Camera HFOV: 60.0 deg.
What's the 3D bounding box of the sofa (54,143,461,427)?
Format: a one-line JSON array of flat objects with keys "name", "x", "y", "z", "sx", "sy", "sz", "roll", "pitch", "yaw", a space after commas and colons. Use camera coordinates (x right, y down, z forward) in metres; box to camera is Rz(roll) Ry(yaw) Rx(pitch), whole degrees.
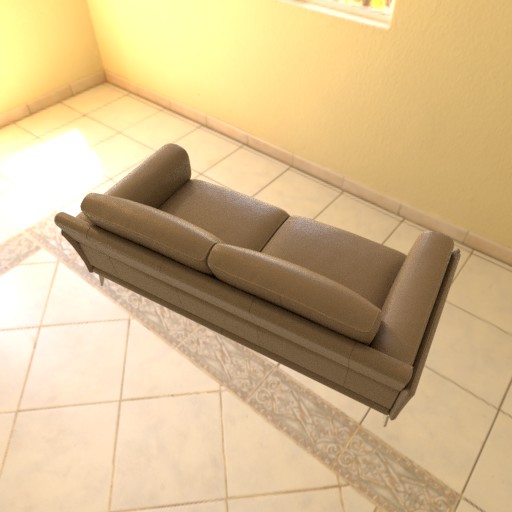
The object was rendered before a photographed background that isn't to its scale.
[{"name": "sofa", "x": 0.000, "y": 0.000, "z": 2.627, "sx": 2.101, "sy": 0.930, "sz": 1.049, "roll": 22, "pitch": 51, "yaw": 19}]
